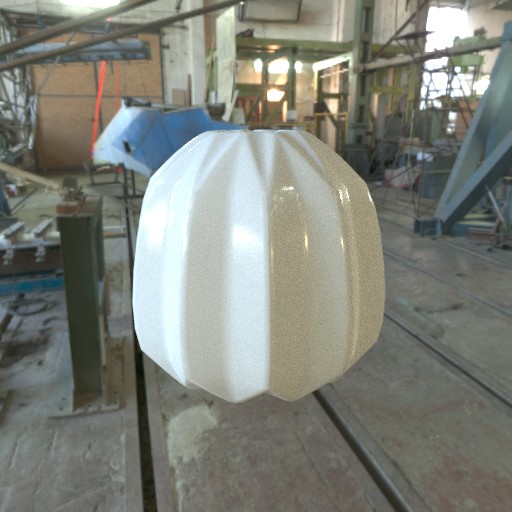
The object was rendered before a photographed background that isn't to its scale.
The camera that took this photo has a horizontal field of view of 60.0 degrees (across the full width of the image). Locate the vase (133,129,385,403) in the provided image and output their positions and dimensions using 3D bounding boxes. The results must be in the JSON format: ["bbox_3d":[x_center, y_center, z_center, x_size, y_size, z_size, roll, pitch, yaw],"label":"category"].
[{"bbox_3d":[0.000,0.000,0.246,0.139,0.134,0.139,0,17,0],"label":"vase"}]
